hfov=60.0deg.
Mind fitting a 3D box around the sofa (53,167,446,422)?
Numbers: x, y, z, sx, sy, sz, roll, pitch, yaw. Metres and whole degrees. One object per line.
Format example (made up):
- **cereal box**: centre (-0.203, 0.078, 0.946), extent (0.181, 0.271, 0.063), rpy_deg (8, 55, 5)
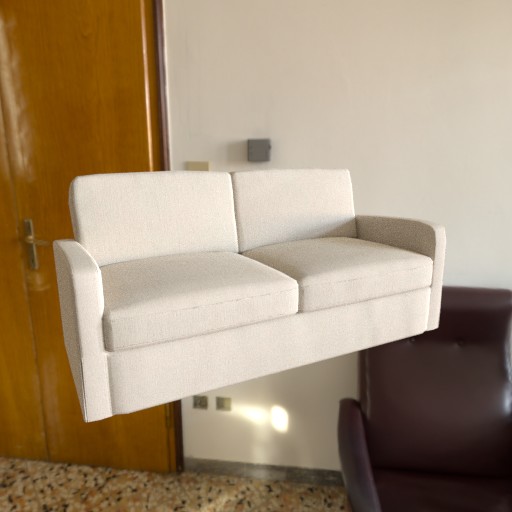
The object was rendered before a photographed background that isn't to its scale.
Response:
- **sofa**: centre (0.000, 0.000, 2.231), extent (1.808, 0.831, 0.894), rpy_deg (-7, 16, -27)
